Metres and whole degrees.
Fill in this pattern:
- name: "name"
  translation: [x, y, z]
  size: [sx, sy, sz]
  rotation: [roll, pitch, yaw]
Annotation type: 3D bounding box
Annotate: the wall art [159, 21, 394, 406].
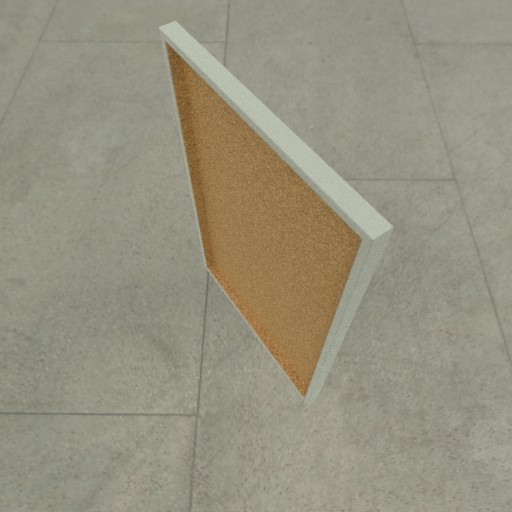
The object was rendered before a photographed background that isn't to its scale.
- name: "wall art"
  translation: [0.000, 0.000, 1.124]
  size: [0.038, 0.914, 0.610]
  rotation: [-31, 63, -18]
